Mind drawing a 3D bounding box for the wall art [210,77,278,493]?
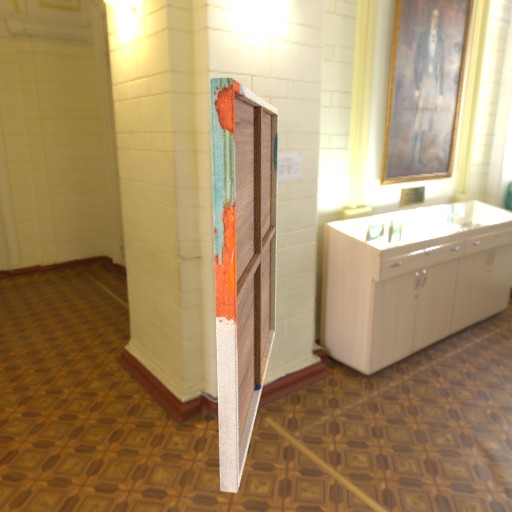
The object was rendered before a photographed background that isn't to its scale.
[{"bbox_3d":[0.000,0.000,1.215,0.037,0.814,0.814,2,15,8],"label":"wall art"}]
